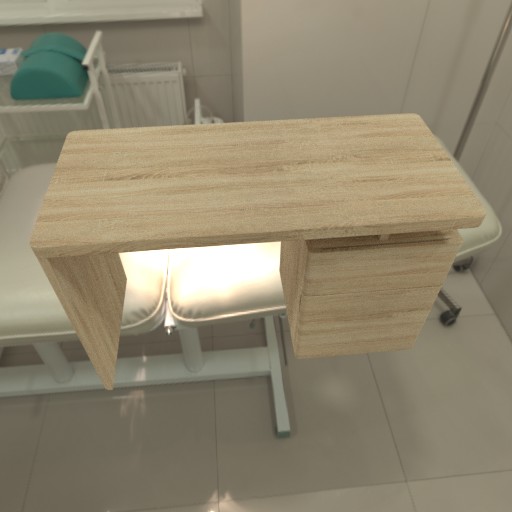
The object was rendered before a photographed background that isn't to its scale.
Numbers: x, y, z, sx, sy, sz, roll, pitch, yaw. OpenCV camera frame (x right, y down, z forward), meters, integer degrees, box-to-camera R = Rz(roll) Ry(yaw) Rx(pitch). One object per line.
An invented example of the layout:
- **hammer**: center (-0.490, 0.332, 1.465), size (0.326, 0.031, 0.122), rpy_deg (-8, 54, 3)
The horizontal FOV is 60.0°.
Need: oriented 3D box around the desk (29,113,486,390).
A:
- **desk**: center (0.000, 0.000, 1.604), size (1.200, 0.760, 0.550), rpy_deg (-4, 47, -4)
